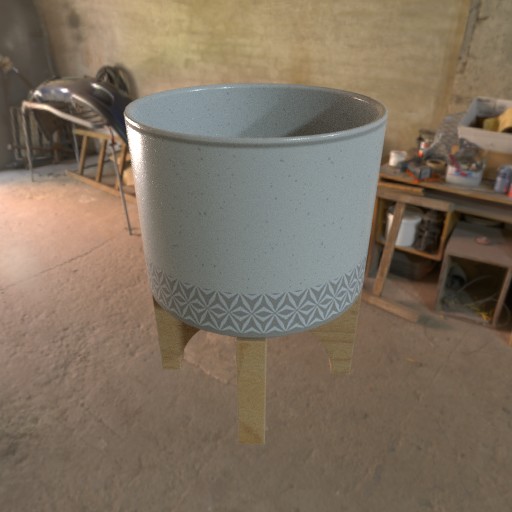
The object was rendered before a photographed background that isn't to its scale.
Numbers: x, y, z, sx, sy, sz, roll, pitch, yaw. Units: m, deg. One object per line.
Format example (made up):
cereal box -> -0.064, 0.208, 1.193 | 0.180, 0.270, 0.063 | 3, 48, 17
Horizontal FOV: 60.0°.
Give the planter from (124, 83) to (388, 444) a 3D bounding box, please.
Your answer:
planter -> 0.000, 0.000, 0.269 | 0.130, 0.178, 0.130 | 0, 30, 0
